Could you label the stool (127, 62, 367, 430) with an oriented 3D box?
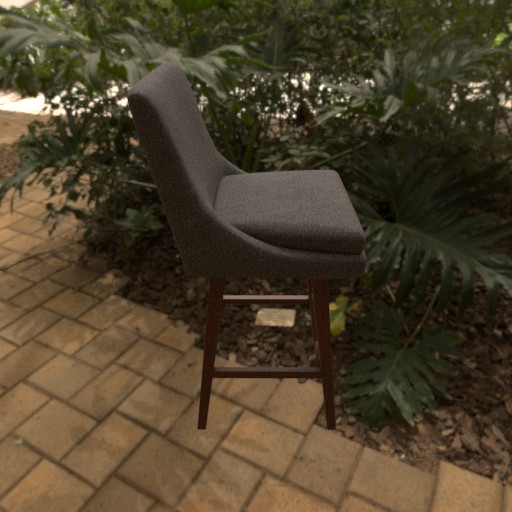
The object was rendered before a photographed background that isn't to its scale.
[{"bbox_3d":[0.000,0.000,1.378,0.572,1.068,0.489,0,31,0],"label":"stool"}]
